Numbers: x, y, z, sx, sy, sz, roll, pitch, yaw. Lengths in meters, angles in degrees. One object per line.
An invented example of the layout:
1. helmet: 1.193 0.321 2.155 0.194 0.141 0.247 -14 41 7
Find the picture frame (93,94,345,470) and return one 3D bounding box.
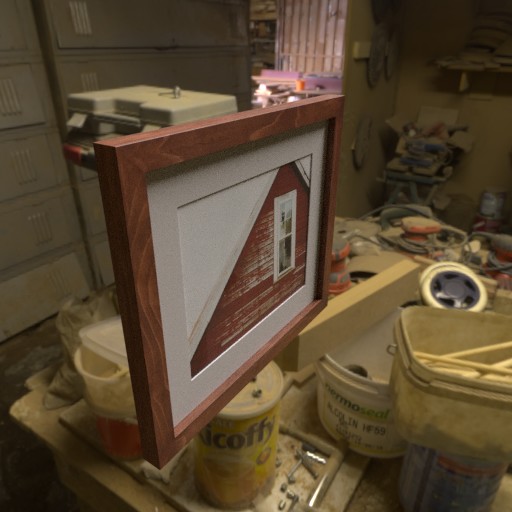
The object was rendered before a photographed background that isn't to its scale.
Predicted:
1. picture frame: 0.000 0.000 0.529 0.025 0.330 0.381 17 31 31
